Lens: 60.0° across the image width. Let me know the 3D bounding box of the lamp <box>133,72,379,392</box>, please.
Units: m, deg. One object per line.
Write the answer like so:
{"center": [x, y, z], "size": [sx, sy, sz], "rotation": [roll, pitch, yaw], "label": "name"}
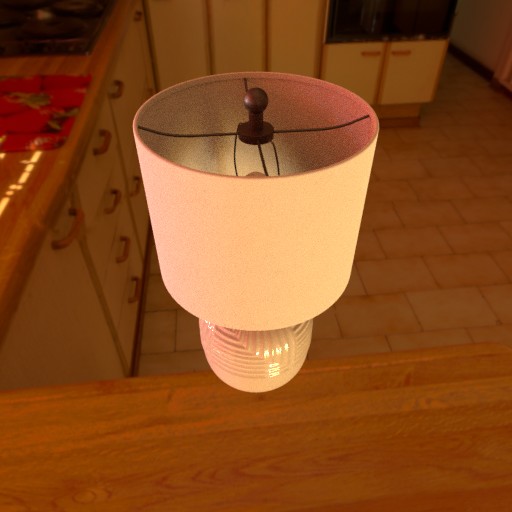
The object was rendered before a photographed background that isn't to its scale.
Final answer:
{"center": [0.000, 0.000, 0.749], "size": [0.318, 0.567, 0.318], "rotation": [0, 42, 0], "label": "lamp"}
